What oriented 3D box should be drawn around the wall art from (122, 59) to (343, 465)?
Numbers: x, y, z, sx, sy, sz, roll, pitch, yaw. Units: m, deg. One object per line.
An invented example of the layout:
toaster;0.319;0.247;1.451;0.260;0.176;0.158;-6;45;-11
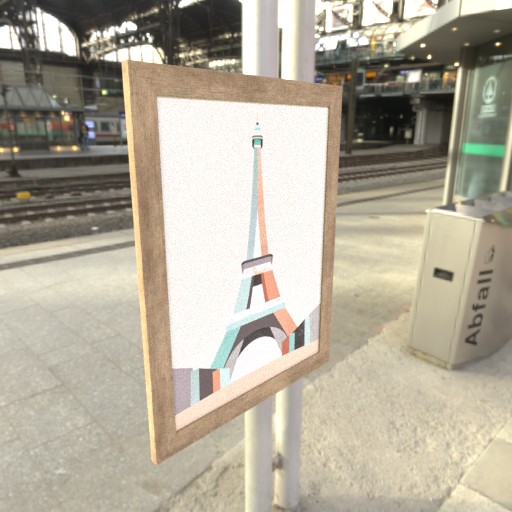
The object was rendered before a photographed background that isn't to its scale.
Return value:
wall art;0.000;0.000;0.907;0.018;0.686;0.534;15;22;43
